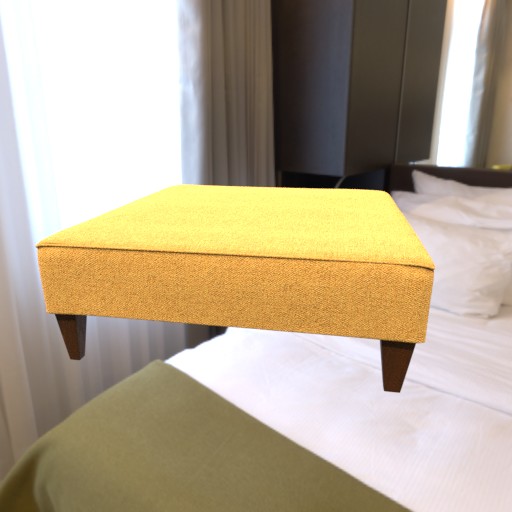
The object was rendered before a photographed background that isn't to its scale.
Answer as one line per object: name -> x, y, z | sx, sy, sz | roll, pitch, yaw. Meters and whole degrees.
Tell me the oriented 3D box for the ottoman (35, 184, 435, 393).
ottoman -> 0.000, 0.000, 1.526 | 0.970, 0.378, 0.981 | 3, 18, 10
